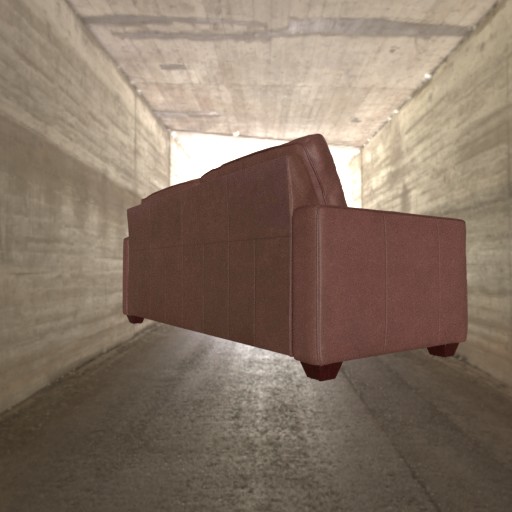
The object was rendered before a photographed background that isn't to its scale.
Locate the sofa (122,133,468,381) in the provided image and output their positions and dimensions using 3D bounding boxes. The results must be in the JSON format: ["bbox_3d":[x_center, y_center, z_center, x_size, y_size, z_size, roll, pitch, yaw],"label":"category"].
[{"bbox_3d":[0.000,0.000,2.565,0.940,0.919,2.080,1,-2,-34],"label":"sofa"}]
